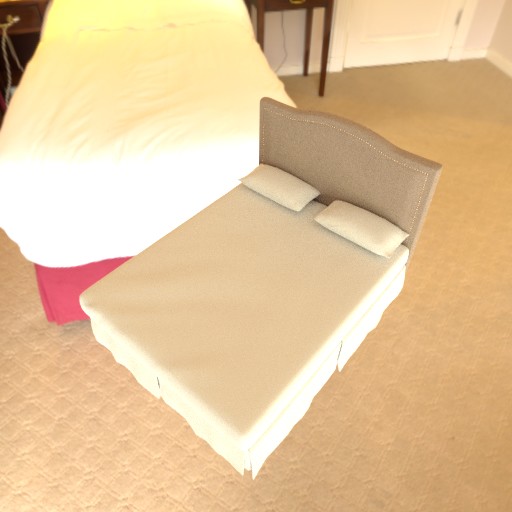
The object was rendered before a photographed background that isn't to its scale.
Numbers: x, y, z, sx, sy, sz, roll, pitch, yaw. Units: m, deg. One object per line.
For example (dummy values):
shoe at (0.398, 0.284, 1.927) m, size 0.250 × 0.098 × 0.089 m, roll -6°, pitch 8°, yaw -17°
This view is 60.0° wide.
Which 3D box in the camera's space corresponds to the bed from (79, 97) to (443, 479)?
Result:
bed at (0.000, 0.000, 3.482) m, size 1.821 × 1.436 × 2.282 m, roll 31°, pitch 53°, yaw 27°
